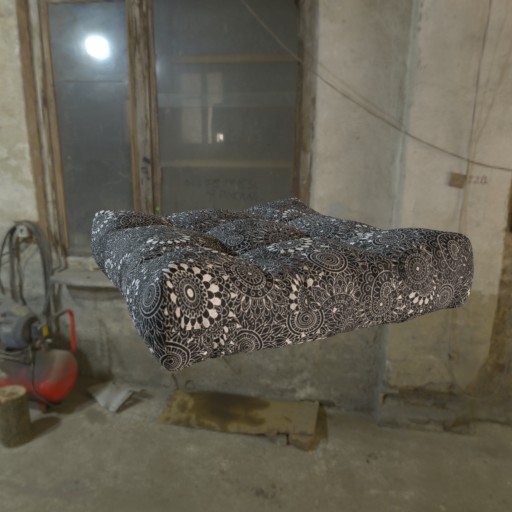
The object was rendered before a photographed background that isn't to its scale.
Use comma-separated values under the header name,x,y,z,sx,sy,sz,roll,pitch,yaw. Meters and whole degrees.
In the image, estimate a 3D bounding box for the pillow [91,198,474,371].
name,x,y,z,sx,sy,sz,roll,pitch,yaw
pillow,0.000,0.000,0.728,0.468,0.128,0.490,-7,16,-26
